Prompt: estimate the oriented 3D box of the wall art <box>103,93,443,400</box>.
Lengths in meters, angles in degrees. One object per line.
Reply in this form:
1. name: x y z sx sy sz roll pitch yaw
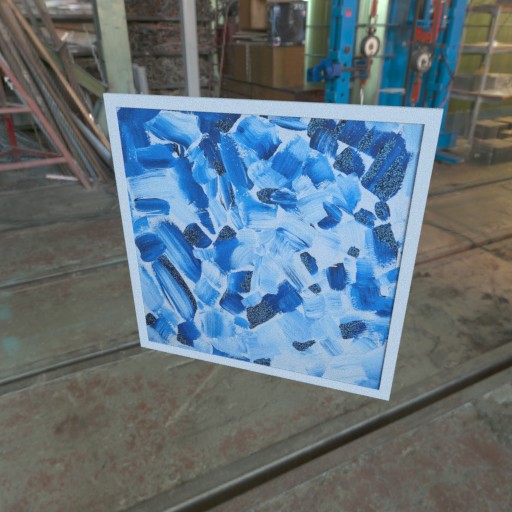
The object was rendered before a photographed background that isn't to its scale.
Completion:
1. wall art: 0.000 0.000 1.213 0.812 0.812 0.015 8 29 15
